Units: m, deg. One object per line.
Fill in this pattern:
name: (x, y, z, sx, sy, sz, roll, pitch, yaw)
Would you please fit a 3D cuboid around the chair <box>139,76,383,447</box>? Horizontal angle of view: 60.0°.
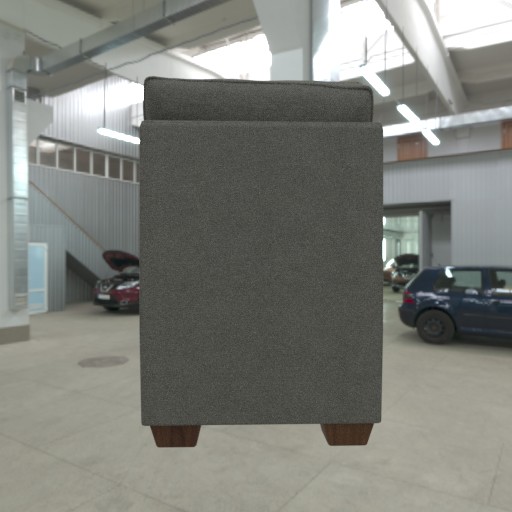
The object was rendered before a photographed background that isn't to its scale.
chair: (0.000, 0.000, 1.548, 0.621, 0.970, 0.938, 0, 0, -2)
